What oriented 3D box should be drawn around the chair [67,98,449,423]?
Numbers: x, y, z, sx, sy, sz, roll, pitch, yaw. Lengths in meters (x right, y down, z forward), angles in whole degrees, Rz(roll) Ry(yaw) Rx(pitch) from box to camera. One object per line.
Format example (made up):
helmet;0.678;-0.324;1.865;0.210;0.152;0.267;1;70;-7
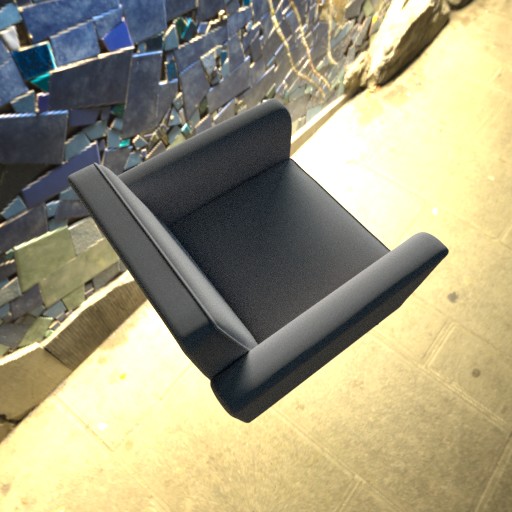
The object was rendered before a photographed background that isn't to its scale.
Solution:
chair;0.000;0.000;1.391;0.750;0.780;0.780;-32;64;-18
